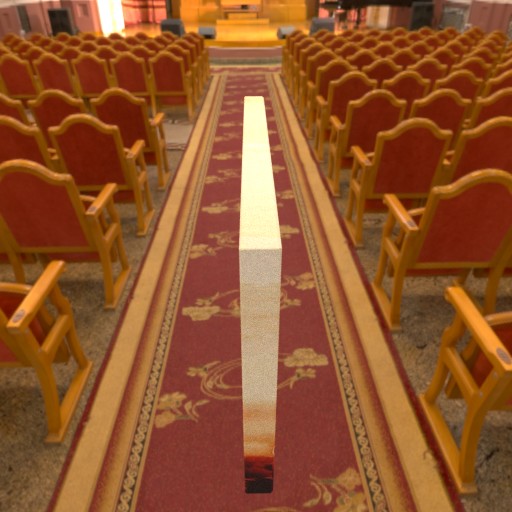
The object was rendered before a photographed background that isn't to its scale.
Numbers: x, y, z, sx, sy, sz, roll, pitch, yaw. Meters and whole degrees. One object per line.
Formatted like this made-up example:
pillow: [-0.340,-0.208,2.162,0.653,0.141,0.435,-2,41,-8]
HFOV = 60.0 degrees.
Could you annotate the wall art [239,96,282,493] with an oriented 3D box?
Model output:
wall art: [0.000,0.000,0.774,0.040,0.402,0.613,0,32,-1]
